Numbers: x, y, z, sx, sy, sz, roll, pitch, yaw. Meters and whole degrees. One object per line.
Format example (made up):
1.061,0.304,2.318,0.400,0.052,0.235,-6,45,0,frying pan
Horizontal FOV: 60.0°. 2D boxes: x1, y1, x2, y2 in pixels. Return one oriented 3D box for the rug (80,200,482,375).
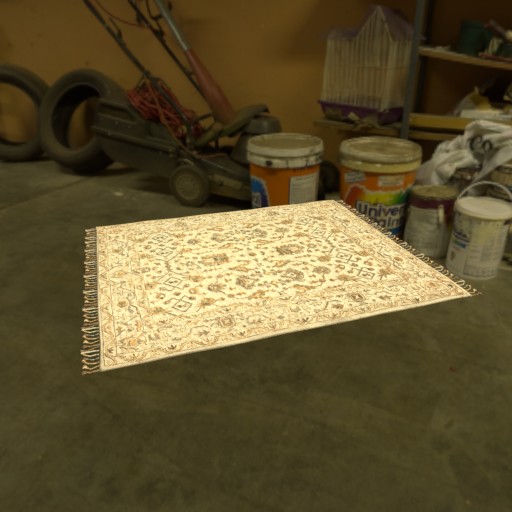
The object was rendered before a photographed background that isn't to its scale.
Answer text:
0.000,0.000,4.149,3.061,0.034,2.426,-8,28,-16,rug
